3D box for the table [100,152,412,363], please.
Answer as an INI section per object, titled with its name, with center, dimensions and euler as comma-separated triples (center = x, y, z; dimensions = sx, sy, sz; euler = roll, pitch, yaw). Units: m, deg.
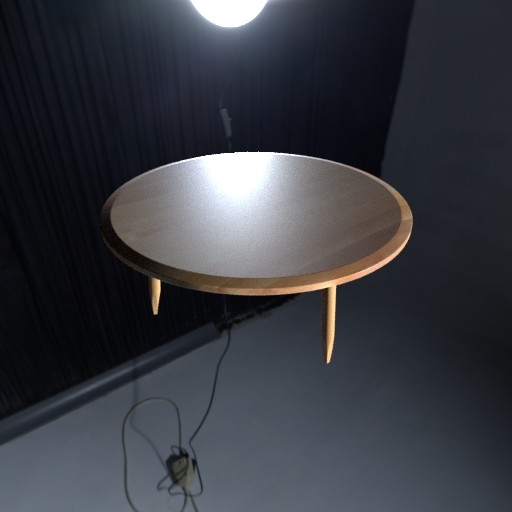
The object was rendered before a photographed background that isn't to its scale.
[table]
center = 0.000, 0.000, 1.432
dimensions = 0.900, 0.400, 0.900
euler = 0, 32, 0
